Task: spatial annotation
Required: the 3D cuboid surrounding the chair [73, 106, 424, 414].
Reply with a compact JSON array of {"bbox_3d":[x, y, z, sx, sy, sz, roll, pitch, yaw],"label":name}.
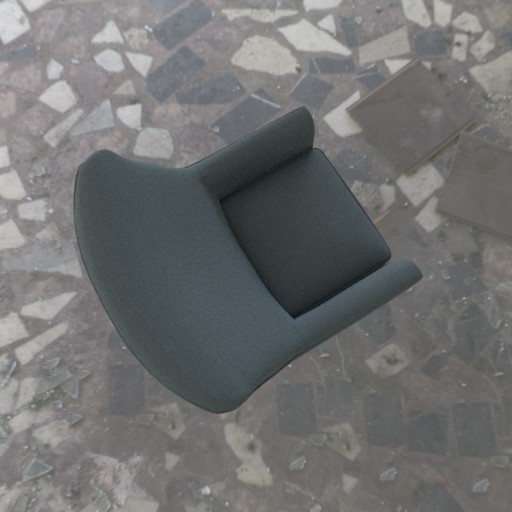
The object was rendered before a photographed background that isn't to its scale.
[{"bbox_3d":[0.000,0.000,1.561,0.879,0.916,0.756,-30,79,-7],"label":"chair"}]
